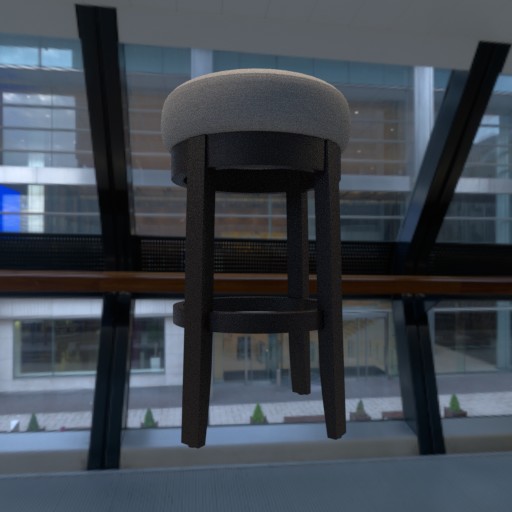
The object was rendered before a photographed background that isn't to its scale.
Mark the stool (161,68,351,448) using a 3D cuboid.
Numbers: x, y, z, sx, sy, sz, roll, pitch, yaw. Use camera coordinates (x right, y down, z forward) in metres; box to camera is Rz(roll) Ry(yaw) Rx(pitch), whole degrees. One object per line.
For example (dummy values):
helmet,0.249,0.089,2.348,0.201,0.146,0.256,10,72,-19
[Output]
stool,0.000,0.000,1.053,0.443,0.757,0.443,0,0,0
